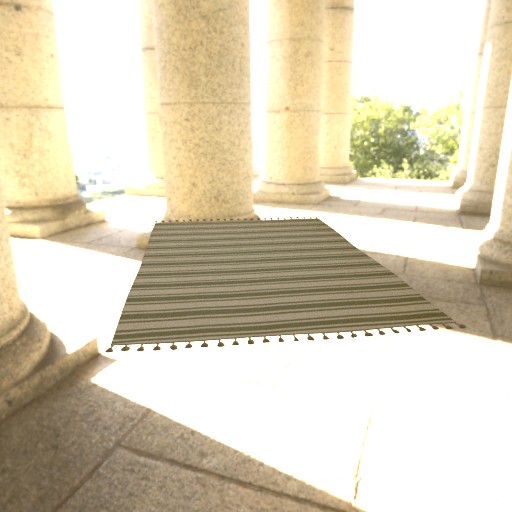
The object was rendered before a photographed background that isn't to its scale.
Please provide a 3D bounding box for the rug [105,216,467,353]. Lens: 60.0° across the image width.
[{"bbox_3d":[0.000,0.000,2.266,1.162,0.013,1.875,-2,17,-8],"label":"rug"}]
